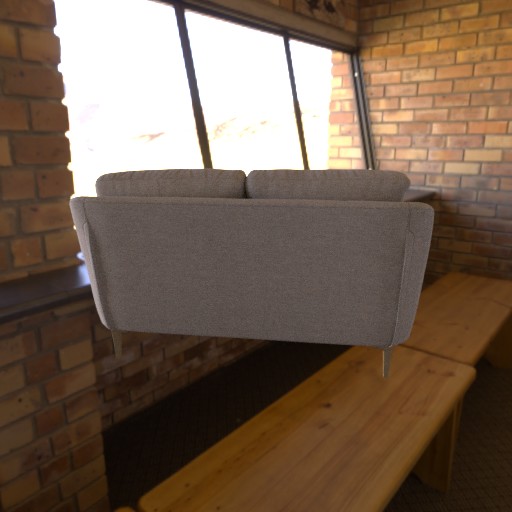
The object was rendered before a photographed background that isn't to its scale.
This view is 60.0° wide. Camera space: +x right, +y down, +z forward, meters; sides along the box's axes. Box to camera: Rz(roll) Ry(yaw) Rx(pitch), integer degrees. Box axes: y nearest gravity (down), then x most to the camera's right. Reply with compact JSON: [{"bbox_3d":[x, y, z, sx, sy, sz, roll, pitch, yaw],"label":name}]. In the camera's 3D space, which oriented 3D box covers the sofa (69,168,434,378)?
[{"bbox_3d":[0.000,0.000,2.233,1.619,0.904,0.960,2,15,8],"label":"sofa"}]
